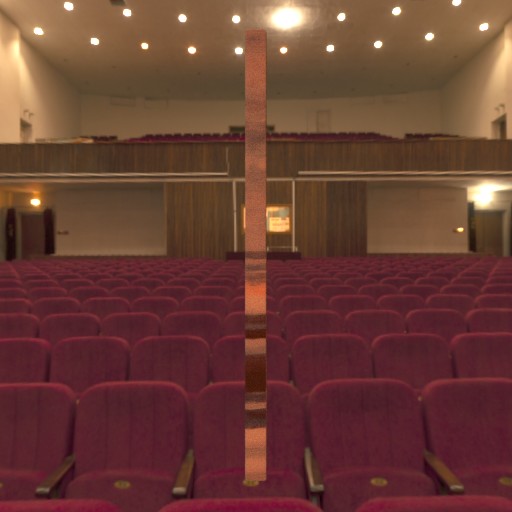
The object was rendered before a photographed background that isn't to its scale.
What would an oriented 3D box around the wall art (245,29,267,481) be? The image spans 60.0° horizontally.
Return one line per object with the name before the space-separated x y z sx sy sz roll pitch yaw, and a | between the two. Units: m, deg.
wall art | 0.000 0.000 1.103 0.035 0.747 0.747 0 -1 0
